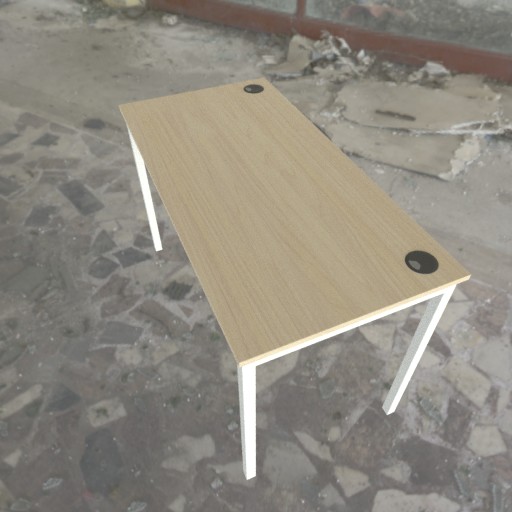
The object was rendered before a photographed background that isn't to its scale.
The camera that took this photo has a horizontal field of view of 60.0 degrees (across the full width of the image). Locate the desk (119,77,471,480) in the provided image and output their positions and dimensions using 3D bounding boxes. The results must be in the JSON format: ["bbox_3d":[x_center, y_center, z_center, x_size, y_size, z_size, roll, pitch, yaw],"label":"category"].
[{"bbox_3d":[0.000,0.000,1.627,0.600,0.750,1.200,-17,48,-16],"label":"desk"}]
